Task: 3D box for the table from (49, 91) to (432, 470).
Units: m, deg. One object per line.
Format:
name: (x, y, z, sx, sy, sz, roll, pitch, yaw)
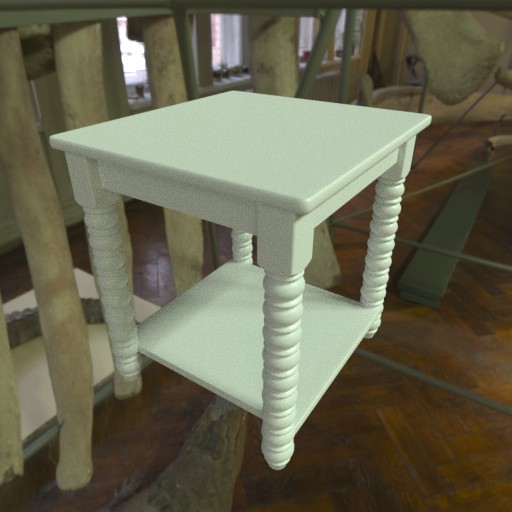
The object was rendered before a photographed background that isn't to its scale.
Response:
table: (0.000, 0.000, 0.962, 0.500, 0.563, 0.533, 19, 35, 29)
